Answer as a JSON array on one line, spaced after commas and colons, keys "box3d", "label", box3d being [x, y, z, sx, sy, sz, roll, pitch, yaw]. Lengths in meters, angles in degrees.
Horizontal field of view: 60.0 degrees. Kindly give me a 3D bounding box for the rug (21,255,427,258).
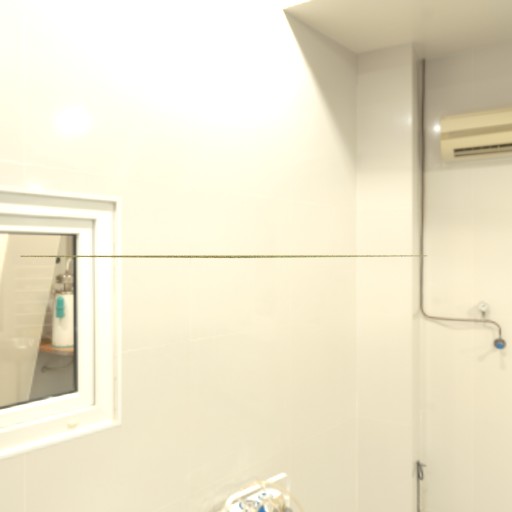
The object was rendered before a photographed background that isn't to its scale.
[{"box3d": [0.000, 0.000, 2.893, 1.529, 0.007, 2.297, 0, 0, 37], "label": "rug"}]
